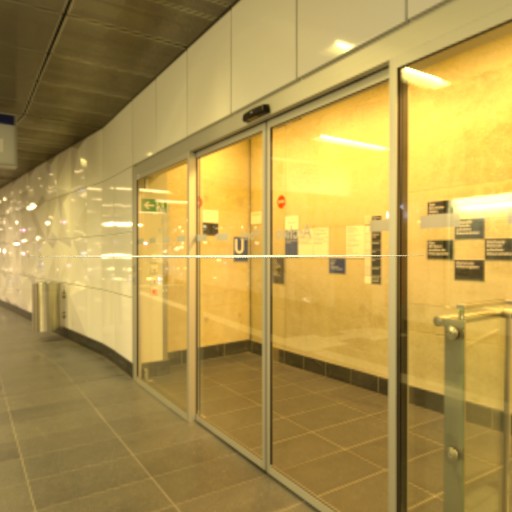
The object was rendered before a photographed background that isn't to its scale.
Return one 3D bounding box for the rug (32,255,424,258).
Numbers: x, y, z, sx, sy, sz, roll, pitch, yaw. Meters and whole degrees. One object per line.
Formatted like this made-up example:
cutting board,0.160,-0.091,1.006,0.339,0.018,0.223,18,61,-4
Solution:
rug,0.000,0.000,2.359,1.206,0.003,1.835,0,0,37
